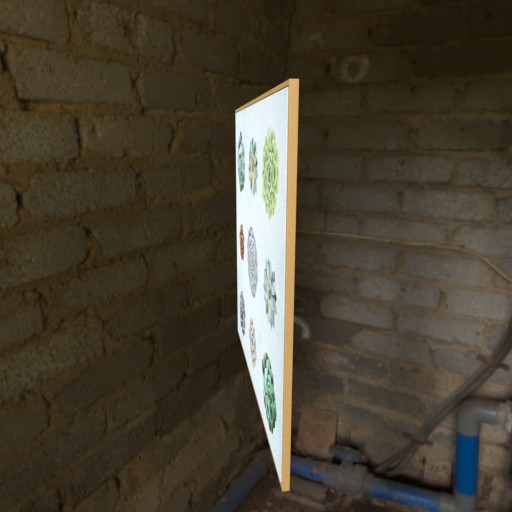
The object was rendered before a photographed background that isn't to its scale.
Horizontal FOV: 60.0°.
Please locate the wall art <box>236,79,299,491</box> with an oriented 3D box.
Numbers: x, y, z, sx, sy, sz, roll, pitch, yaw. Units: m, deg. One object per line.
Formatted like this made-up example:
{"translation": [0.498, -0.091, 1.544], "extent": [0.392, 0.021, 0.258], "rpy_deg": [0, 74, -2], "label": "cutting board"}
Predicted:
{"translation": [0.000, 0.000, 0.983], "extent": [0.014, 0.655, 0.657], "rpy_deg": [-2, 15, -9], "label": "wall art"}
